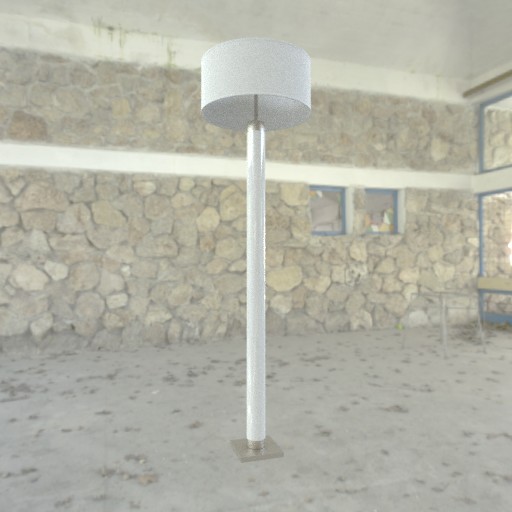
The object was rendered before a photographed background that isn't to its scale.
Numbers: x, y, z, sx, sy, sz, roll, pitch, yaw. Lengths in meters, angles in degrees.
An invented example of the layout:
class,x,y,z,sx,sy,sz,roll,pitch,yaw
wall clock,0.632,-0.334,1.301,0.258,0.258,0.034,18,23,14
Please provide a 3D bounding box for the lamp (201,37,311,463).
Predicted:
class,x,y,z,sx,sy,sz,roll,pitch,yaw
lamp,0.000,0.000,1.681,0.420,1.475,0.420,0,-1,-18
